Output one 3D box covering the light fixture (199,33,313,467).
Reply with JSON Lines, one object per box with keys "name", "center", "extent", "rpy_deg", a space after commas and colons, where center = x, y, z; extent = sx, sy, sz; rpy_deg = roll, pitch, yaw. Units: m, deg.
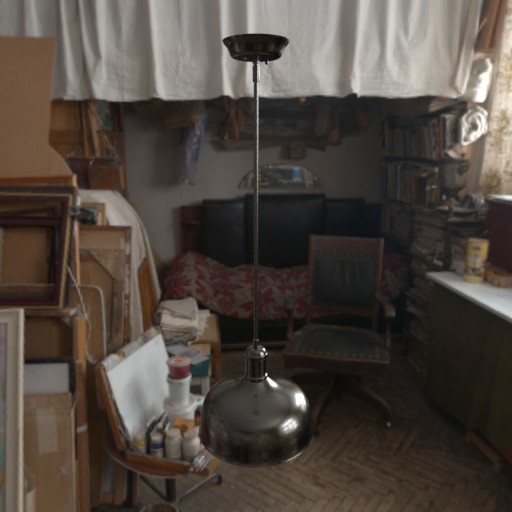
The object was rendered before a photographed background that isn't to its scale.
{"name": "light fixture", "center": [0.000, 0.000, 1.052], "extent": [0.299, 0.935, 0.299], "rpy_deg": [14, 20, 42]}
